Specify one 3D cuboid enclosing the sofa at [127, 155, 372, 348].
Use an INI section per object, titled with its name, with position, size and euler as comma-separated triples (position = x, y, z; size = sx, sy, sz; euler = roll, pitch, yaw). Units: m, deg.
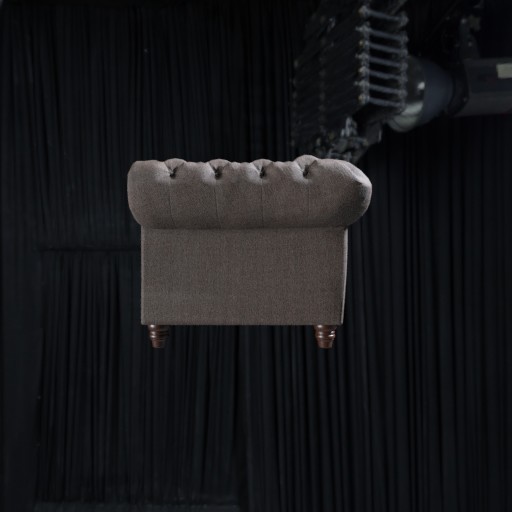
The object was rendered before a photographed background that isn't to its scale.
[sofa]
position = 0.000, 0.000, 2.805
size = 0.944, 0.787, 2.385
euler = 0, -1, 0
